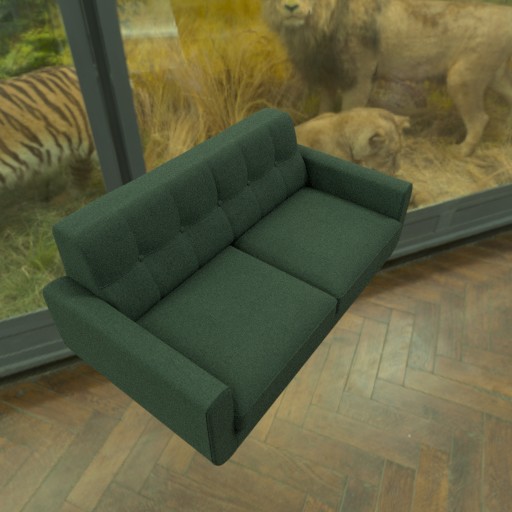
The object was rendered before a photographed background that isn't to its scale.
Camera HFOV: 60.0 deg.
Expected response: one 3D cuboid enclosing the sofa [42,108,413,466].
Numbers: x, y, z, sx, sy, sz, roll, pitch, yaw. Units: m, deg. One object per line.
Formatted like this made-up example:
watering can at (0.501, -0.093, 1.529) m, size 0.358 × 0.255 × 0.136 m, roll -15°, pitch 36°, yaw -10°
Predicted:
sofa at (0.000, 0.000, 2.117) m, size 0.909 × 0.841 × 1.631 m, roll 26°, pitch 47°, yaw 27°
